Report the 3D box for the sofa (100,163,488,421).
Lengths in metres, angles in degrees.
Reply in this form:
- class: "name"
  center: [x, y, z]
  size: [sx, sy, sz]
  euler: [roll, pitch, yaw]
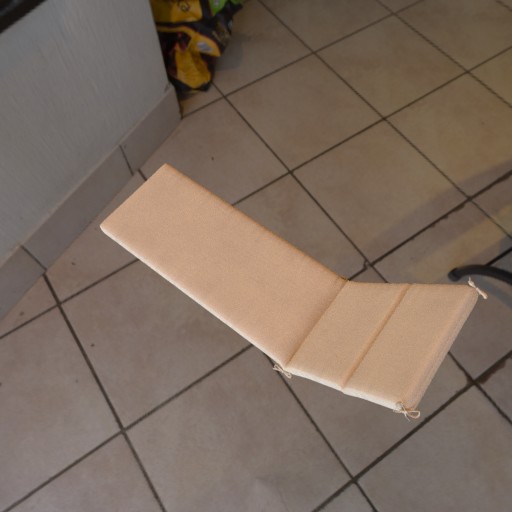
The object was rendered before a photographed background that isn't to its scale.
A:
- class: "sofa"
  center: [0.000, 0.000, 1.940]
  size: [1.663, 0.622, 0.582]
  euler: [34, 68, 16]
